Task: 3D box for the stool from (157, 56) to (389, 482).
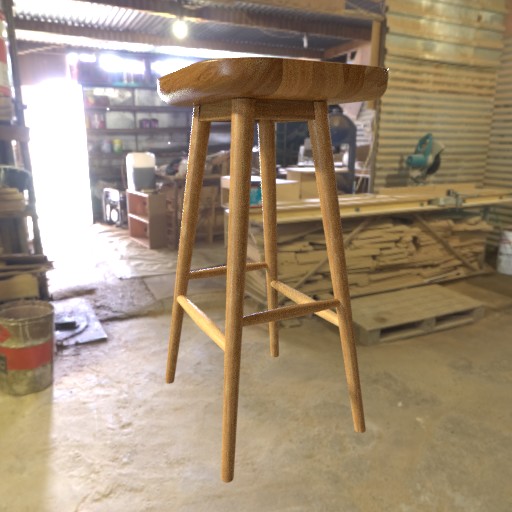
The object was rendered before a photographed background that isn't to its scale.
[{"bbox_3d":[0.000,0.000,0.923,0.322,0.698,0.407,-8,17,-26],"label":"stool"}]
